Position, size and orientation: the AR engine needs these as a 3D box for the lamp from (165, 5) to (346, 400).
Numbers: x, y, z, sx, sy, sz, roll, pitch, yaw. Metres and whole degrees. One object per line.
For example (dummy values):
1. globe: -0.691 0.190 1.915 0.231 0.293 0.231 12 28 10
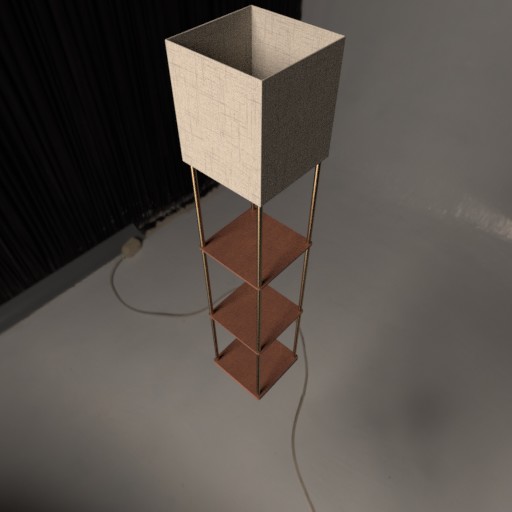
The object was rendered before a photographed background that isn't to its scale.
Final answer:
1. lamp: 0.000 0.000 1.649 0.310 1.569 0.308 34 56 27
